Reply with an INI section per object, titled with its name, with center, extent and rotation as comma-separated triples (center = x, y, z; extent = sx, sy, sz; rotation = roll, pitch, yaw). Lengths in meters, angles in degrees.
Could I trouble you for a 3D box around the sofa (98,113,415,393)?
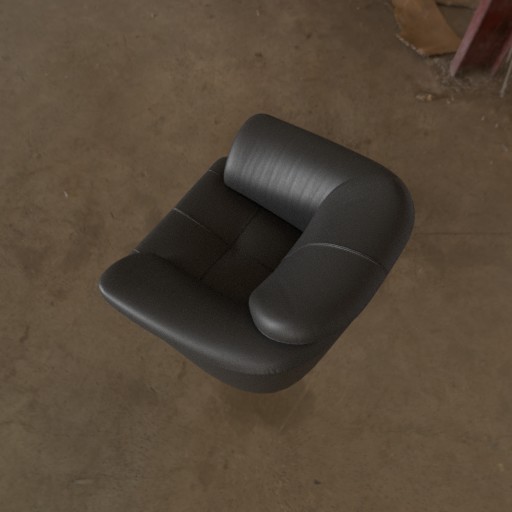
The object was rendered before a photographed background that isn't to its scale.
[sofa]
center = 0.000, 0.000, 1.527
extent = 0.794, 0.811, 0.870
rotation = 33, 69, 15
